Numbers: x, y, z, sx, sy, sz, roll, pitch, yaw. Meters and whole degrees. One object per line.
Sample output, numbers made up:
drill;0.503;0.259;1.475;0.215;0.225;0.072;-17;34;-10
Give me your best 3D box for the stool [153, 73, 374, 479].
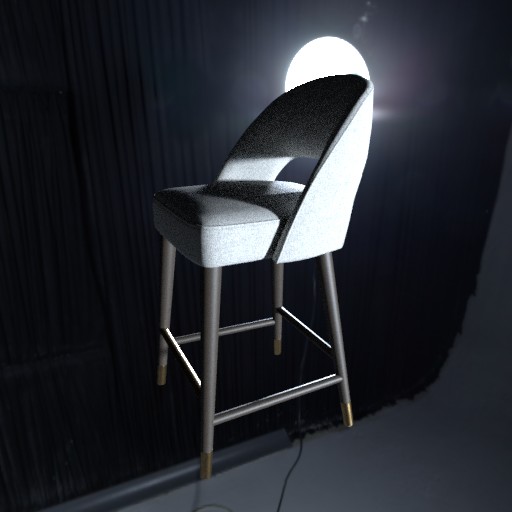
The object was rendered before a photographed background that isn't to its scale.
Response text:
stool;0.000;0.000;1.218;0.509;0.940;0.494;-9;21;-24
